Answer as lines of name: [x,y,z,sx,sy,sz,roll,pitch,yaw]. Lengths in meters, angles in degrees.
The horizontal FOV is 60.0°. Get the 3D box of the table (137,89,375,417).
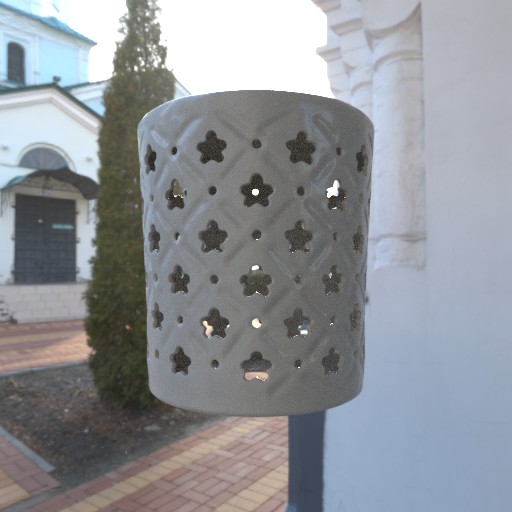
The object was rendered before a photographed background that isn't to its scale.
table: [0.000,0.000,0.677,0.352,0.387,0.352,0,-1,0]
